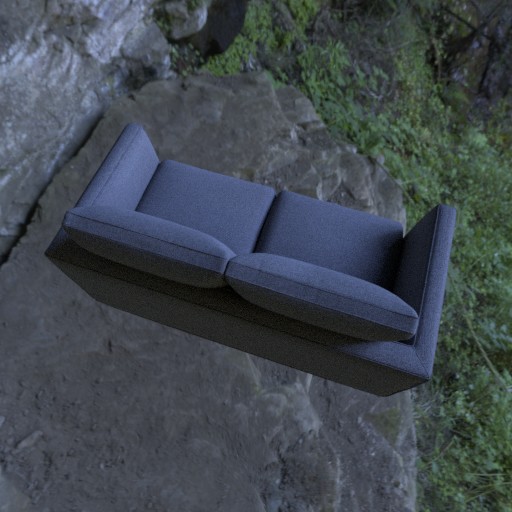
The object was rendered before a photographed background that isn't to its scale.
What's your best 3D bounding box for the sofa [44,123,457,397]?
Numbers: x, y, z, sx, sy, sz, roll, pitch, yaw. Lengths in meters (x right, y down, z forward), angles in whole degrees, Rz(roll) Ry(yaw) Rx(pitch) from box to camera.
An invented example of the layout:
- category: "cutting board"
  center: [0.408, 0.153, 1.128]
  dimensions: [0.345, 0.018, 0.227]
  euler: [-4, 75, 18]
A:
- category: "sofa"
  center: [0.000, 0.000, 2.076]
  dimensions: [1.594, 0.924, 0.803]
  euler: [17, 63, 9]
